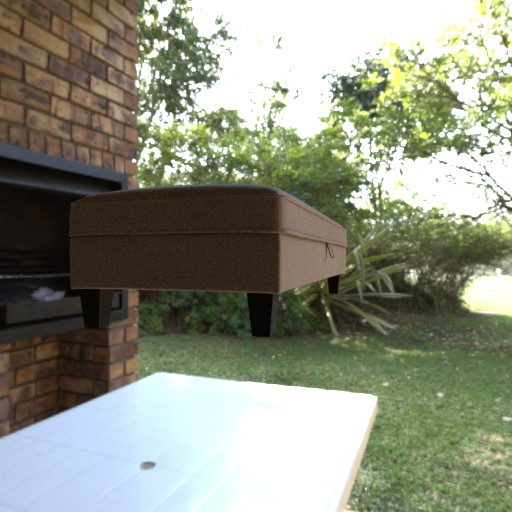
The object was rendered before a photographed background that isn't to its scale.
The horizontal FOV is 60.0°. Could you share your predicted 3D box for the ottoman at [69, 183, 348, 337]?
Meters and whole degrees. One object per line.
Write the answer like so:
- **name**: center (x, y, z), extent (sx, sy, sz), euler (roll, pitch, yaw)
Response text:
- **ottoman**: center (0.000, 0.000, 2.085), extent (0.735, 0.460, 1.726), euler (0, 0, 17)
